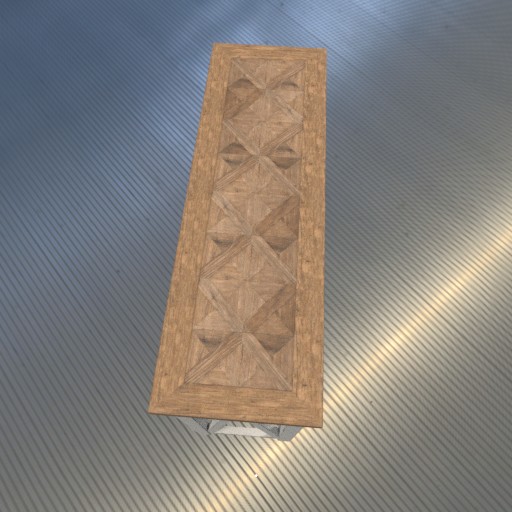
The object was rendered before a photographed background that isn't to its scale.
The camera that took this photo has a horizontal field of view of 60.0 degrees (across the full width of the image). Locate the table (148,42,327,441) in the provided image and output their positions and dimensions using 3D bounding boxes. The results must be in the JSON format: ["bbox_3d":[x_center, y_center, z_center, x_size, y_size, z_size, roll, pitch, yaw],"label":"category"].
[{"bbox_3d":[0.000,0.000,1.858,0.450,0.930,1.400,4,64,2],"label":"table"}]
